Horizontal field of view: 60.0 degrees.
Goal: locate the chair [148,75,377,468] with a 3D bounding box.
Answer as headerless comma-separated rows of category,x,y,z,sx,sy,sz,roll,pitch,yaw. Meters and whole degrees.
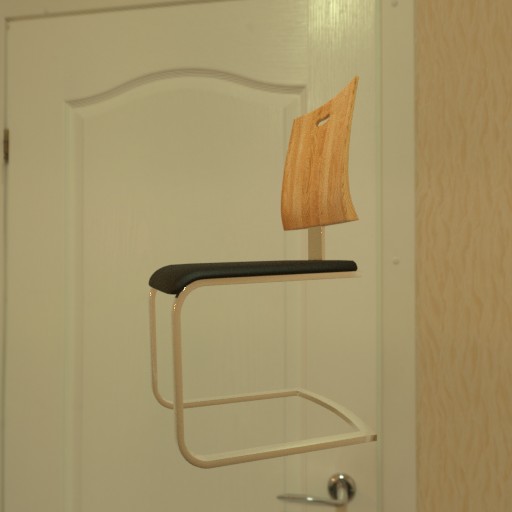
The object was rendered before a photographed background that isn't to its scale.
chair,0.000,0.000,1.250,0.560,0.936,0.462,0,-1,-20
